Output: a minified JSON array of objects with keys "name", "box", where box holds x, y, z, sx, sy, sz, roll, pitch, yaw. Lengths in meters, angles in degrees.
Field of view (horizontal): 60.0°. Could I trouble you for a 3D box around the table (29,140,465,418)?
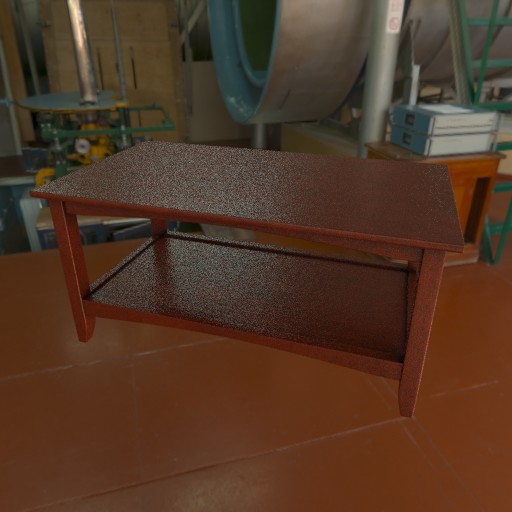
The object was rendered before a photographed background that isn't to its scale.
[{"name":"table","box":[0.000,0.000,1.233,0.943,0.456,0.533,9,29,16]}]
